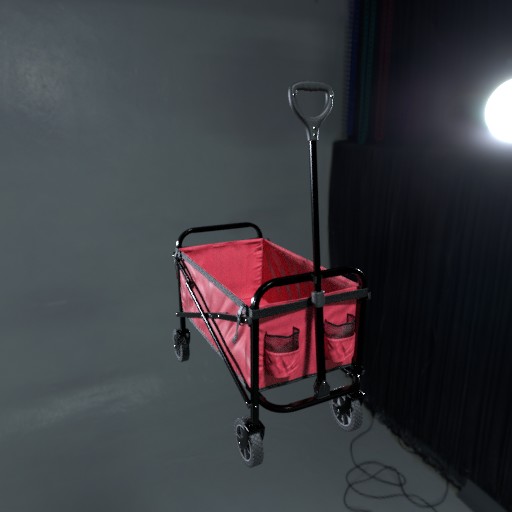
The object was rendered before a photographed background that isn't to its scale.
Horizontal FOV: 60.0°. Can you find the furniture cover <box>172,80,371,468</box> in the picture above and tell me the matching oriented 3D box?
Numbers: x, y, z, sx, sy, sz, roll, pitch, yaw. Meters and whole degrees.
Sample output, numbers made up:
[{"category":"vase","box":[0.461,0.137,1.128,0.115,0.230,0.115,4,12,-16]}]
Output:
[{"category":"furniture cover","box":[0.000,0.000,1.832,0.532,1.295,1.038,-8,18,-25]}]
